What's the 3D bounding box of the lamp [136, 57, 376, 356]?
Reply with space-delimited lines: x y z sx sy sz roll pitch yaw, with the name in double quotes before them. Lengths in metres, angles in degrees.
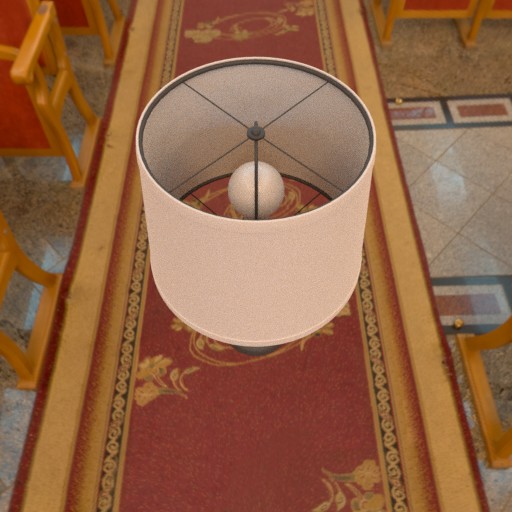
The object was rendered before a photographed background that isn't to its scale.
"lamp" 0.000 0.000 0.679 0.310 0.501 0.310 0 57 0
